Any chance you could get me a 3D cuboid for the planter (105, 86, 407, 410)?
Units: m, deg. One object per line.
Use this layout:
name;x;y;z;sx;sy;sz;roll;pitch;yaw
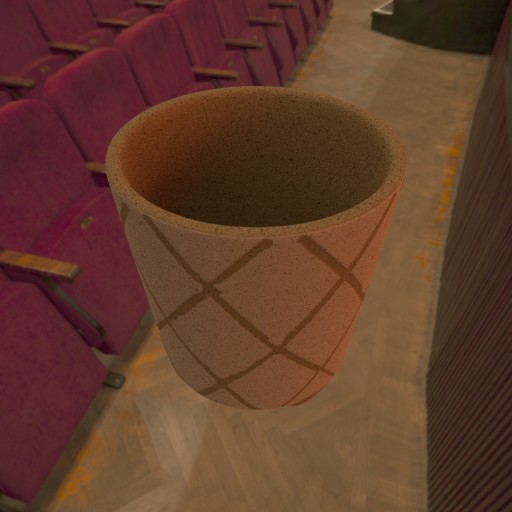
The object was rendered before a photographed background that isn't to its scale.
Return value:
planter;0.000;0.000;0.354;0.191;0.199;0.191;0;42;0
